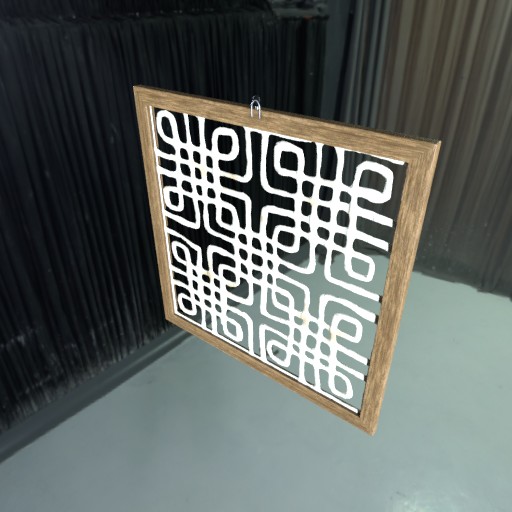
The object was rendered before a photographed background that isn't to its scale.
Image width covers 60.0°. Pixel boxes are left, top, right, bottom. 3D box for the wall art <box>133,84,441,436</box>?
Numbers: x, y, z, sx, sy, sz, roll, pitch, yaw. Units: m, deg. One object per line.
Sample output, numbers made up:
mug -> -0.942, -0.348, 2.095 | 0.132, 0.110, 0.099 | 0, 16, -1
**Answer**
wall art -> 0.000, 0.000, 0.828 | 0.561, 0.582, 0.021 | 22, 38, 31
